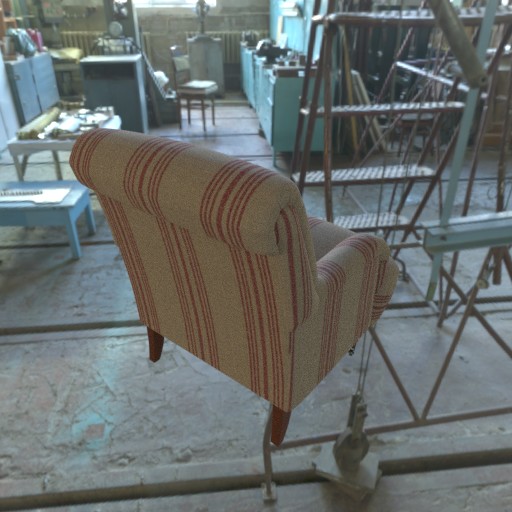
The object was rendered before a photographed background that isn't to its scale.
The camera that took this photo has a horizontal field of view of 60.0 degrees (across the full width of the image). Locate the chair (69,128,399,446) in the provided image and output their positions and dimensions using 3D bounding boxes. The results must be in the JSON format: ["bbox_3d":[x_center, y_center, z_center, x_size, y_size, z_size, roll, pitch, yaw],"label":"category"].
[{"bbox_3d":[0.000,0.000,1.850,0.933,1.123,1.058,22,36,33],"label":"chair"}]
